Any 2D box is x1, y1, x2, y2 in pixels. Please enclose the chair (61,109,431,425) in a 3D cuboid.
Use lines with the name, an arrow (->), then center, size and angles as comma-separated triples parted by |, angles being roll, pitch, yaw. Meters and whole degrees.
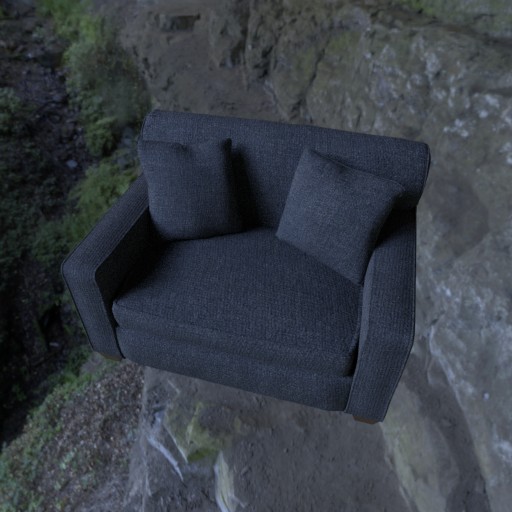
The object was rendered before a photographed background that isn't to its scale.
chair -> 0.000, 0.000, 2.063 | 1.383, 0.948, 1.000 | 10, 43, 11
